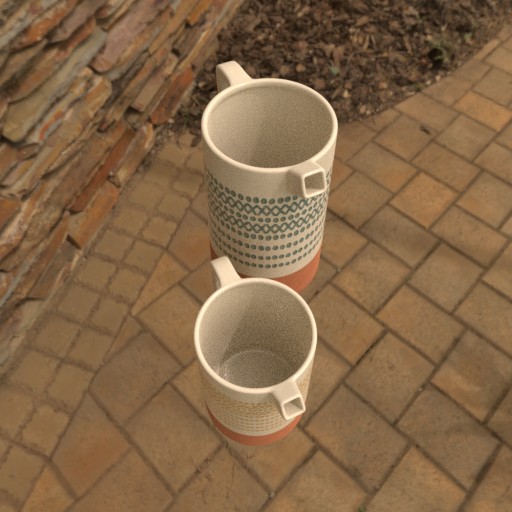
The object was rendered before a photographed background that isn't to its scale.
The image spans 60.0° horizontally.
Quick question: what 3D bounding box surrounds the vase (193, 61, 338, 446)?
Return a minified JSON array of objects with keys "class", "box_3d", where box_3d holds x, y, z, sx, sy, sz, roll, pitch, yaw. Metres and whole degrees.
[{"class":"vase","box_3d":[0.000,0.000,0.458,0.168,0.247,0.326,13,59,8]}]
